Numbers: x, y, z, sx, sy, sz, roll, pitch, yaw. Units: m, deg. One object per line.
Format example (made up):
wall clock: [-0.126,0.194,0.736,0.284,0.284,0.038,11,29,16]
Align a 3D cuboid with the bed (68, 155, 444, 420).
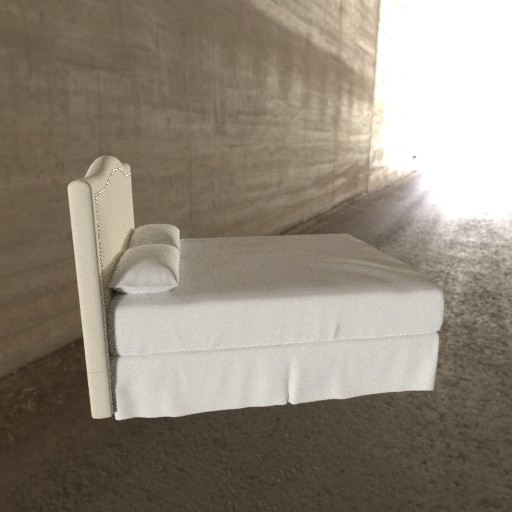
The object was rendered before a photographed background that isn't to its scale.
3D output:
bed: [0.000,0.000,3.277,2.143,1.460,1.753,-2,15,-9]
